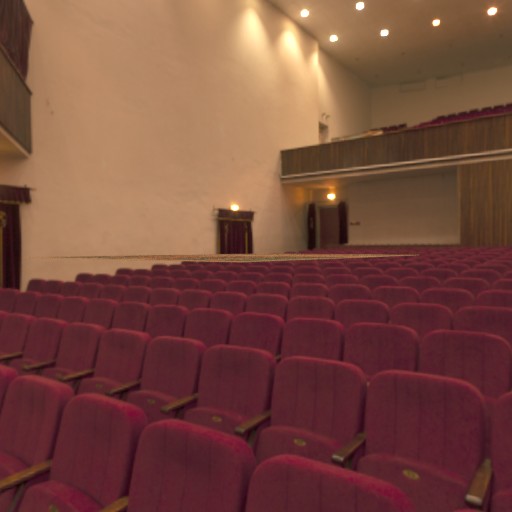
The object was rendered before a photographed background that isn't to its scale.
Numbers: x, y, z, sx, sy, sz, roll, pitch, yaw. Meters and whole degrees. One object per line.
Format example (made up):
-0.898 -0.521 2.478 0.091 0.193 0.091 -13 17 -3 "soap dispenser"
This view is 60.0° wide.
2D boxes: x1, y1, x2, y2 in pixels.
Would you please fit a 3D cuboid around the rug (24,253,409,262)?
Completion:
0.000 0.000 2.987 1.566 0.004 2.363 1 1 36 "rug"
